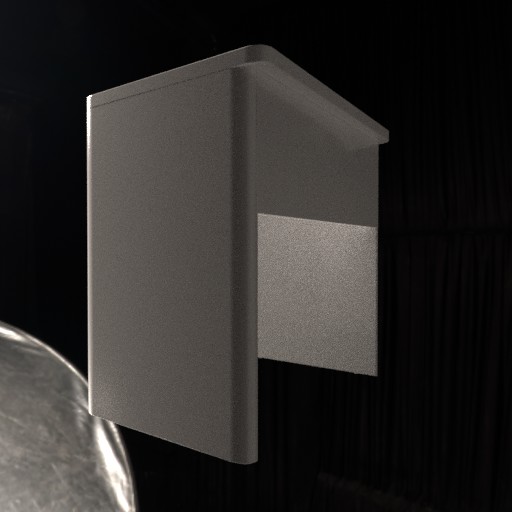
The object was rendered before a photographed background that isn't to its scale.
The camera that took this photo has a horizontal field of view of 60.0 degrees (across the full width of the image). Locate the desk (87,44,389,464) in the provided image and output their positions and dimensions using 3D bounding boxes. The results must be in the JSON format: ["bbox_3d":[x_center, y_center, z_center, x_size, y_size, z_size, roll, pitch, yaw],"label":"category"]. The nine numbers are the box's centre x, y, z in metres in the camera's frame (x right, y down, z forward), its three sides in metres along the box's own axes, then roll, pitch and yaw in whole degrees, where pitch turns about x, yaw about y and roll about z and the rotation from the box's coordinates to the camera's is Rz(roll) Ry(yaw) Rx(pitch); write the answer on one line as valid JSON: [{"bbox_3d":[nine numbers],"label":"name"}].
[{"bbox_3d":[0.000,0.000,1.284,0.549,0.800,0.762,1,1,34],"label":"desk"}]
